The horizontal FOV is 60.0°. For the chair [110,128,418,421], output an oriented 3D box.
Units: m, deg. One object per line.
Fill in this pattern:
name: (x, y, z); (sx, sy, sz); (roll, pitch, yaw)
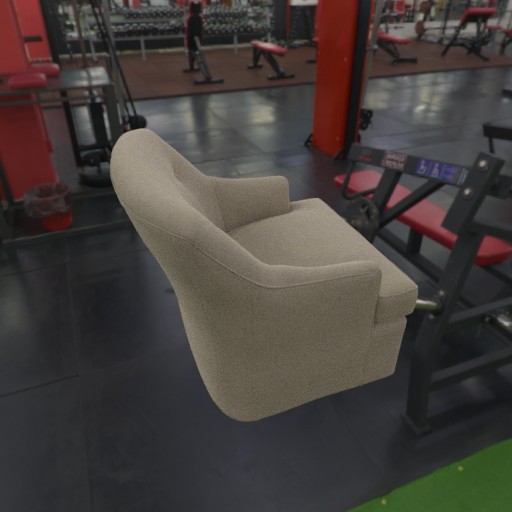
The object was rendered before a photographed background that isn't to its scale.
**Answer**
chair: (0.000, 0.000, 1.658); (0.923, 0.856, 0.864); (-11, 34, -16)
